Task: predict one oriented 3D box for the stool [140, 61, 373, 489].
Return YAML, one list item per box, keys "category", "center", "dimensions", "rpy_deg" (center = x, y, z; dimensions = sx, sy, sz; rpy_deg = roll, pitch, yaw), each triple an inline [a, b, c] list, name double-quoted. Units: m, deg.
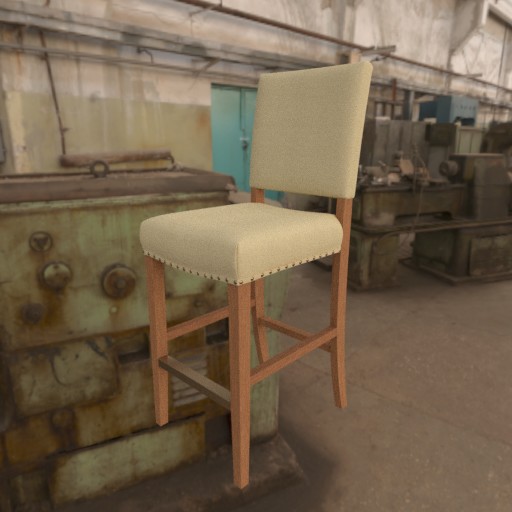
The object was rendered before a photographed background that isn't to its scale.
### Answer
- category: "stool"
  center: [0.000, 0.000, 1.427]
  dimensions: [0.445, 1.168, 0.584]
  rpy_deg: [15, 21, 42]
